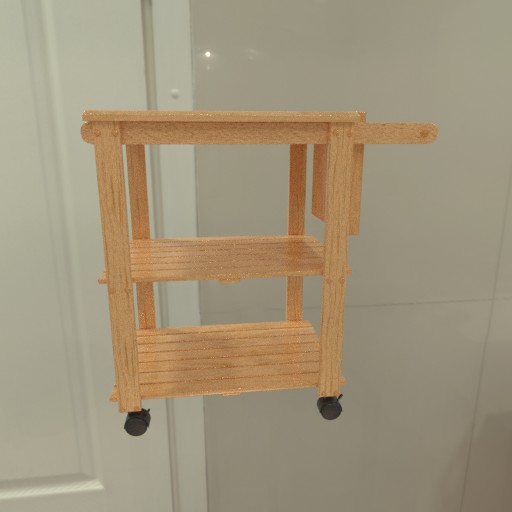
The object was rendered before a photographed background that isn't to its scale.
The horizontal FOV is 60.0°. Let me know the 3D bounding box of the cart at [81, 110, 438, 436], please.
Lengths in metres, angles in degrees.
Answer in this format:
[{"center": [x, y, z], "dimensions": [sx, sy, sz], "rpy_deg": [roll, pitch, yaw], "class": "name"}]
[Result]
[{"center": [0.000, 0.000, 1.339], "dimensions": [0.843, 0.816, 0.520], "rpy_deg": [-2, 15, -7], "class": "cart"}]
